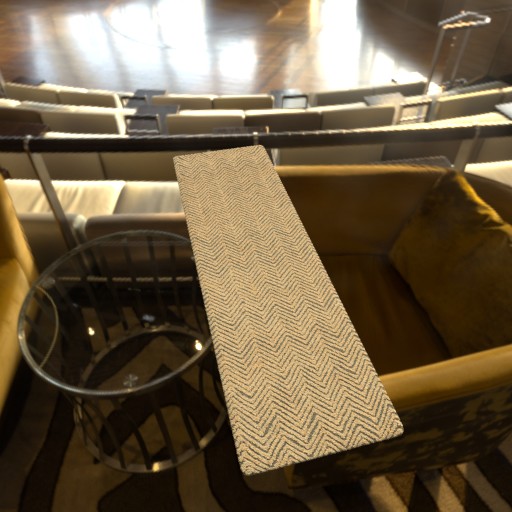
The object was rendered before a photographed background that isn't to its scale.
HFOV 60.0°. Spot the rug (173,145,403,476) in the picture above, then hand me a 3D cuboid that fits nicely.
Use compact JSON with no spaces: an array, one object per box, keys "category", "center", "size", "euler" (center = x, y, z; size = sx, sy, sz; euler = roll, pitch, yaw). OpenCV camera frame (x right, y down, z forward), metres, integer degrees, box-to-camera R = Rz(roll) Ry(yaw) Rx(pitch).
[{"category":"rug","center":[0.000,0.000,2.530],"size":[0.686,0.008,2.286],"euler":[-10,46,-10]}]
